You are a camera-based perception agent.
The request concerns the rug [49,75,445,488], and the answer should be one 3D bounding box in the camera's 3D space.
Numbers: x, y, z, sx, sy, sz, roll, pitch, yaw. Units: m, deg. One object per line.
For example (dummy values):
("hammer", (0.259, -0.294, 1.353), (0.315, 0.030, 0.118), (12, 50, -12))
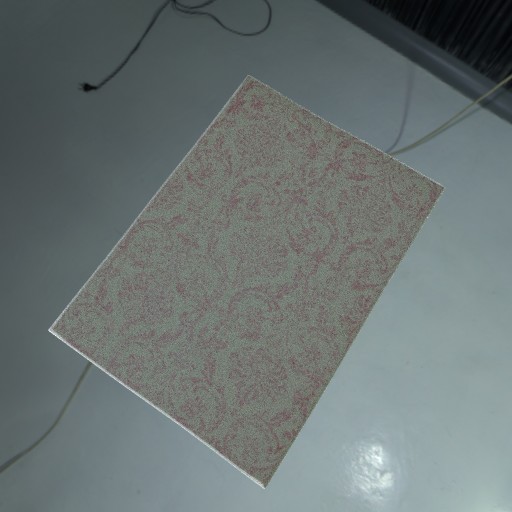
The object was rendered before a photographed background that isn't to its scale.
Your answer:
("rug", (0.000, 0.000, 2.848), (1.598, 0.014, 2.202), (33, 77, 8))
